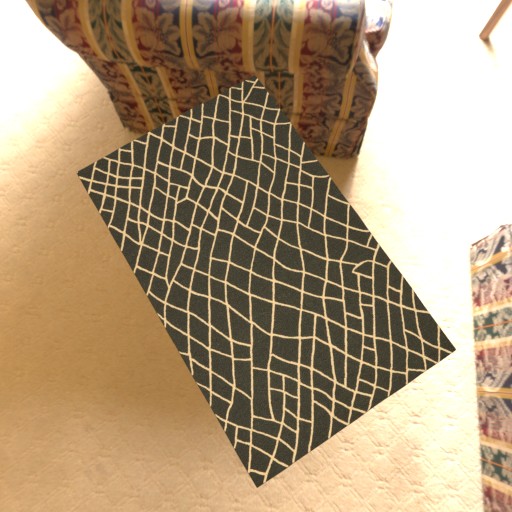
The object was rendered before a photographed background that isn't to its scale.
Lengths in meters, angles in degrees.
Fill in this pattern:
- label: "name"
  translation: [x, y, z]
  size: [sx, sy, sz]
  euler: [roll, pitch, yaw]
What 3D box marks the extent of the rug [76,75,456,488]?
- label: "rug"
  translation: [0.000, 0.000, 3.029]
  size: [1.529, 0.017, 2.448]
  euler: [-31, 77, -8]
